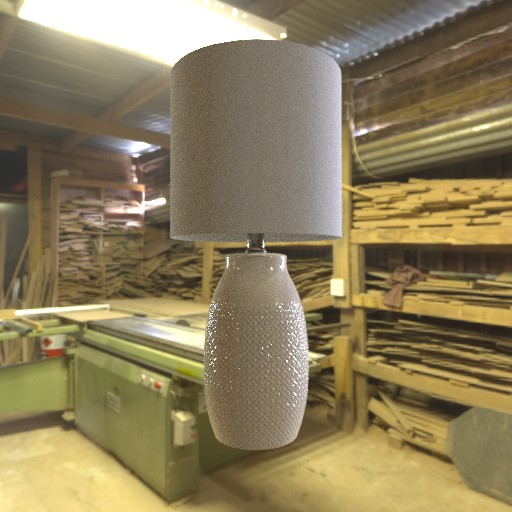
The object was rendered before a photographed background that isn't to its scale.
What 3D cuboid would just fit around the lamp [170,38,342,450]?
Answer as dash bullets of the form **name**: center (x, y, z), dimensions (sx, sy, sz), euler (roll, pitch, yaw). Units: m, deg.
- **lamp**: center (0.000, 0.000, 0.569), dimensions (0.217, 0.453, 0.217), euler (1, -1, -36)
